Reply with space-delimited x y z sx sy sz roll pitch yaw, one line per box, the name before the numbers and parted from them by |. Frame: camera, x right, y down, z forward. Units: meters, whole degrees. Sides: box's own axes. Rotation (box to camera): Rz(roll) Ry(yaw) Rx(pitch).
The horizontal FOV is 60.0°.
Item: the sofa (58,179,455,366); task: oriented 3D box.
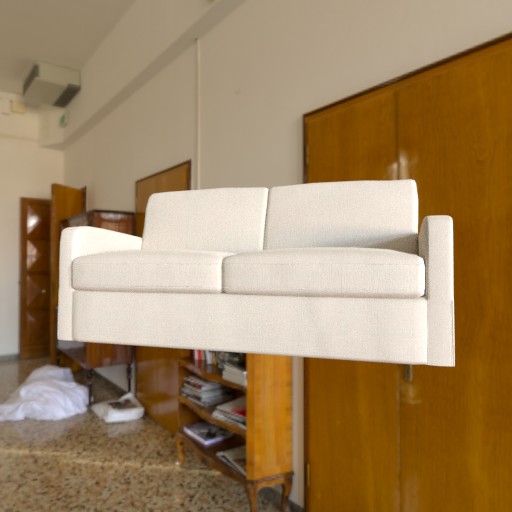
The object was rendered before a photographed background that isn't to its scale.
sofa | 0.000 0.000 2.299 1.808 0.831 0.894 0 -1 18
